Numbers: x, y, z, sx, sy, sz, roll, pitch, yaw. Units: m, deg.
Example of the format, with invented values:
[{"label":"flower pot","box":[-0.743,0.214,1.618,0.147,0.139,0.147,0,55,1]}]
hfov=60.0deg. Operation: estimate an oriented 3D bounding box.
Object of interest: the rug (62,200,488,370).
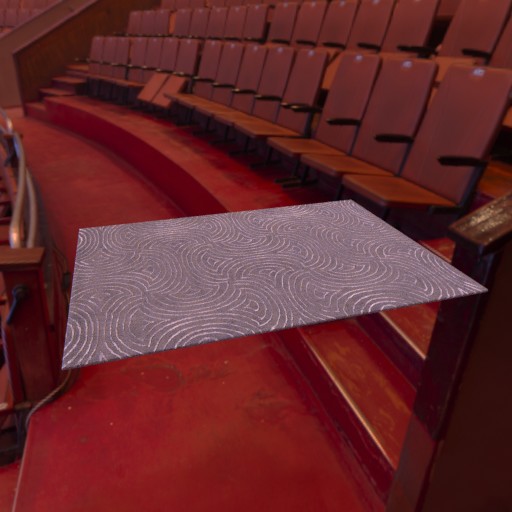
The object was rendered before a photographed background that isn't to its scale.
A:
[{"label":"rug","box":[0.000,0.000,2.764,2.144,0.015,1.543,-8,27,-15]}]
